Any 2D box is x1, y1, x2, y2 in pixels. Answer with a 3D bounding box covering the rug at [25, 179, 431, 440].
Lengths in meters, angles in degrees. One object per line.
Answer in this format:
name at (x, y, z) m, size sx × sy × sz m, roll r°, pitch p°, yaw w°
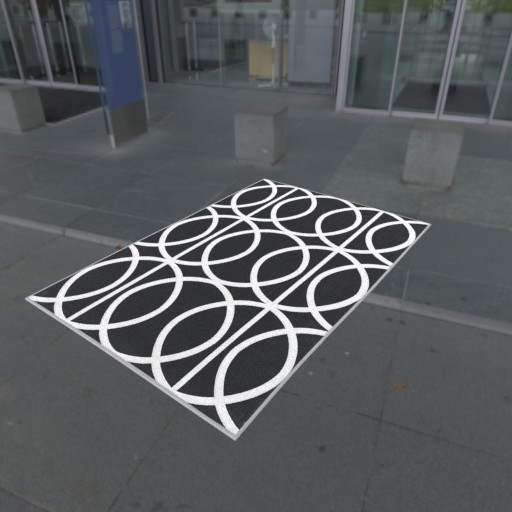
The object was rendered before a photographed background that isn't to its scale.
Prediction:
rug at (0.000, 0.000, 2.869) m, size 1.526 × 0.014 × 2.290 m, roll 21°, pitch 37°, yaw 31°
